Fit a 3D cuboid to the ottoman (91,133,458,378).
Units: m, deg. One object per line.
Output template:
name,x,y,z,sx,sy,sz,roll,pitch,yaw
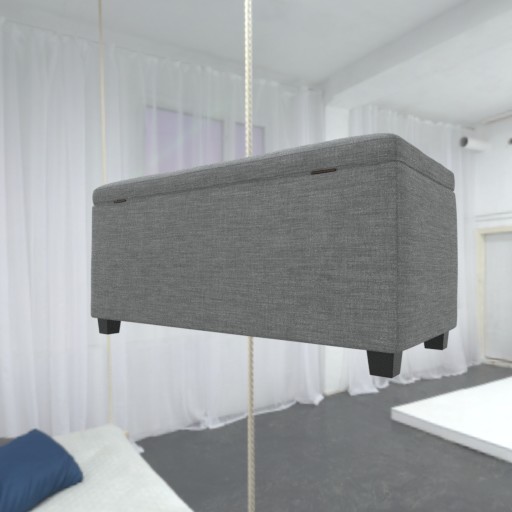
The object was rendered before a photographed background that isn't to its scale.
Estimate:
ottoman,0.000,0.000,1.145,0.902,0.432,0.419,-1,-2,37
